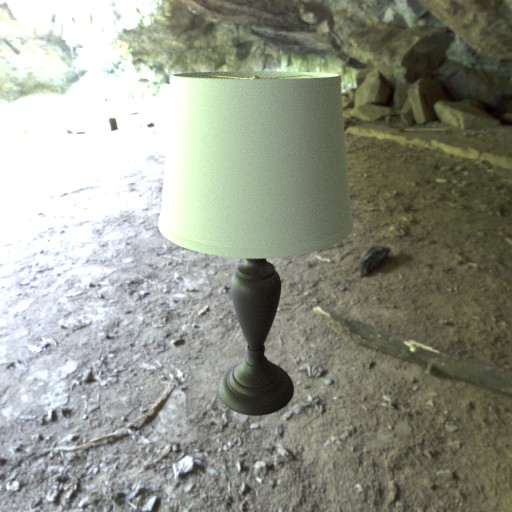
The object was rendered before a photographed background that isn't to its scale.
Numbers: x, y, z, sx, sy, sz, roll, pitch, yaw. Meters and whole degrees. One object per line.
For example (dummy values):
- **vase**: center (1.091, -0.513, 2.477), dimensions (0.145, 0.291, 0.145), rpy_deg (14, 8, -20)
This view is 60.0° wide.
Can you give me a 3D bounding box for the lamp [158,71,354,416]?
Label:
- **lamp**: center (0.000, 0.000, 0.805), dimensions (0.335, 0.611, 0.335), rpy_deg (0, 25, 0)
